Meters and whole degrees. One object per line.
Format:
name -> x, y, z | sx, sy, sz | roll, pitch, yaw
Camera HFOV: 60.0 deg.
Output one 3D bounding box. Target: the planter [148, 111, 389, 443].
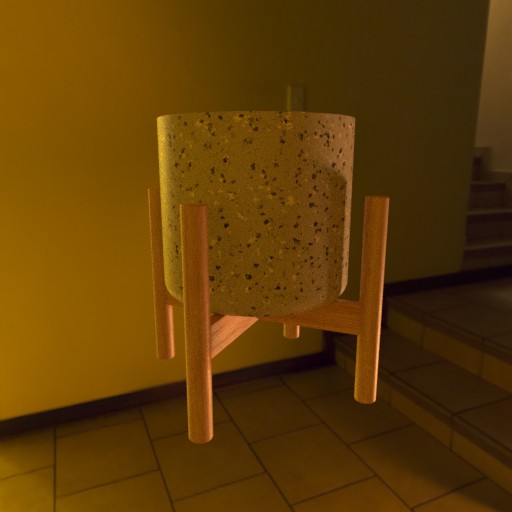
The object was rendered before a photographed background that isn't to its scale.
planter -> 0.000, 0.000, 0.544 | 0.284, 0.320, 0.284 | -12, 18, -42
